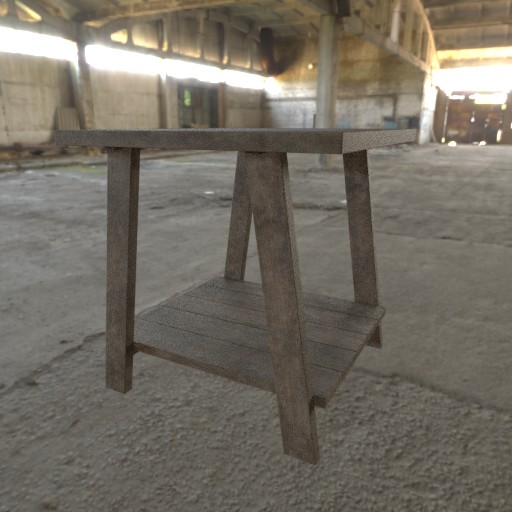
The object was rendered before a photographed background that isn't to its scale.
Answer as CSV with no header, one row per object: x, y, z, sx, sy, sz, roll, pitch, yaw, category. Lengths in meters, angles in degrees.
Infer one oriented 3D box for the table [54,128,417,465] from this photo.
0.000,0.000,1.109,0.610,0.610,0.610,9,19,27,table
